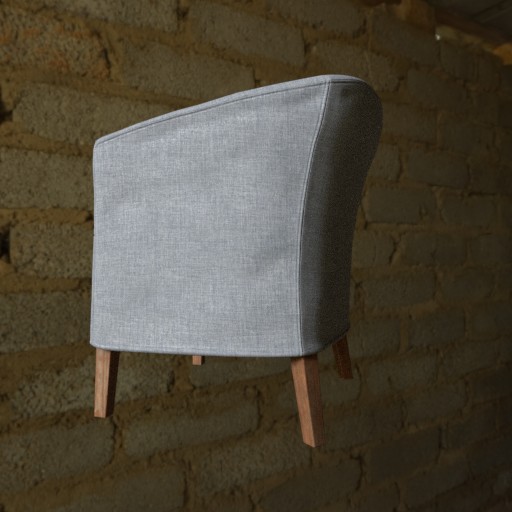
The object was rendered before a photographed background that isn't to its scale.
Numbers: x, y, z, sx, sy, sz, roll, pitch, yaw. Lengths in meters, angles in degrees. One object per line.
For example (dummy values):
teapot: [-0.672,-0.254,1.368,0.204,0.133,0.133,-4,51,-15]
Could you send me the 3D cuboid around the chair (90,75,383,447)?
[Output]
chair: [0.000,0.000,1.220,0.668,0.771,0.600,0,1,19]
